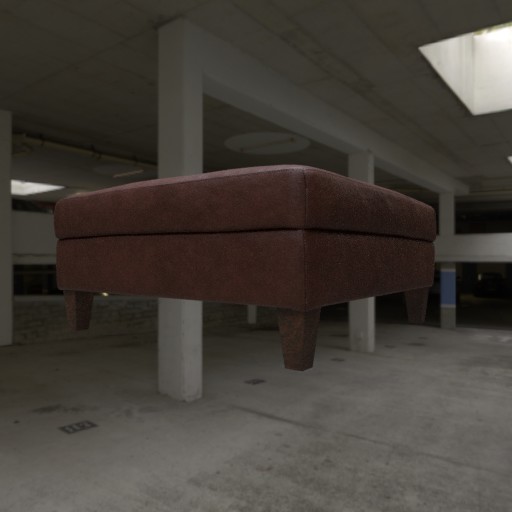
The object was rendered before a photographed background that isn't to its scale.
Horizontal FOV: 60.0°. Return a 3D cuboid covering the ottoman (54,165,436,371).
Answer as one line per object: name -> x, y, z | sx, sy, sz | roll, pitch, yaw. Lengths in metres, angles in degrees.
ottoman -> 0.000, 0.000, 1.319 | 0.844, 0.415, 0.836 | 0, 0, 37
